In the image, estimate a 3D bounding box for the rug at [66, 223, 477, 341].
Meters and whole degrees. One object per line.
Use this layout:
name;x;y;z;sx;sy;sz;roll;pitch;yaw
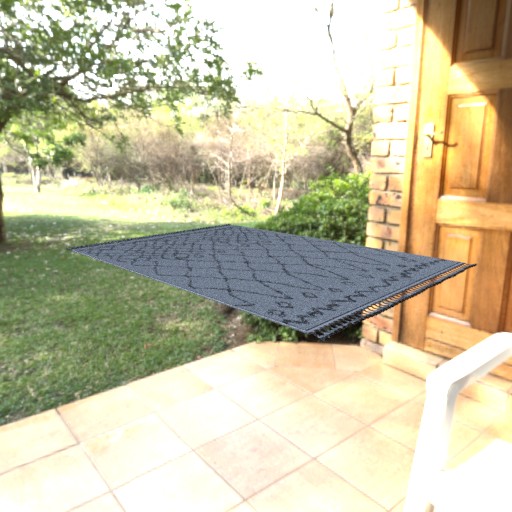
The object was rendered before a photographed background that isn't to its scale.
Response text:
rug;0.000;0.000;3.008;2.312;0.017;1.613;13;18;43
